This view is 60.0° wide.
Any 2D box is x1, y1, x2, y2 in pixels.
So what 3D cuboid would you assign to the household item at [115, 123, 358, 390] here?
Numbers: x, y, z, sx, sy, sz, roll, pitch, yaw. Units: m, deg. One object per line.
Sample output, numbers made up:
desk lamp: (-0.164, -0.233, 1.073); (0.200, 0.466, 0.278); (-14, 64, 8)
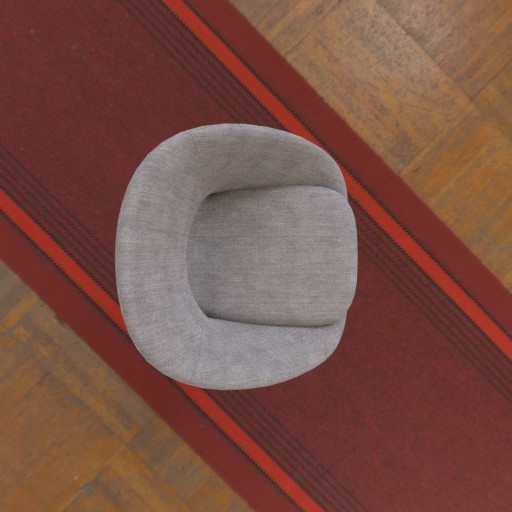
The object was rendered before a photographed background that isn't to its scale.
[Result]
household item: (0.000, 0.000, 1.302); (0.587, 0.869, 0.643); (0, 91, -1)
